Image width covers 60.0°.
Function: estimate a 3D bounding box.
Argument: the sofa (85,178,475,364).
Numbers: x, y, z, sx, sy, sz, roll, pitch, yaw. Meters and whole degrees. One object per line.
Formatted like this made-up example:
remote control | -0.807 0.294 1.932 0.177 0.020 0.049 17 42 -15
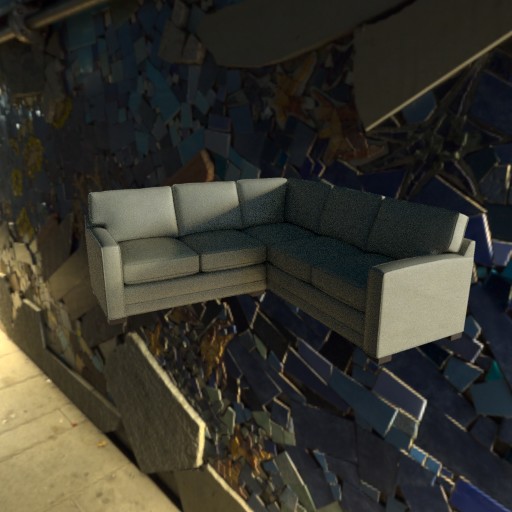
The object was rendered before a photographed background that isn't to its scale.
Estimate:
sofa | 0.000 0.000 3.435 2.188 0.936 2.211 -9 19 -28
